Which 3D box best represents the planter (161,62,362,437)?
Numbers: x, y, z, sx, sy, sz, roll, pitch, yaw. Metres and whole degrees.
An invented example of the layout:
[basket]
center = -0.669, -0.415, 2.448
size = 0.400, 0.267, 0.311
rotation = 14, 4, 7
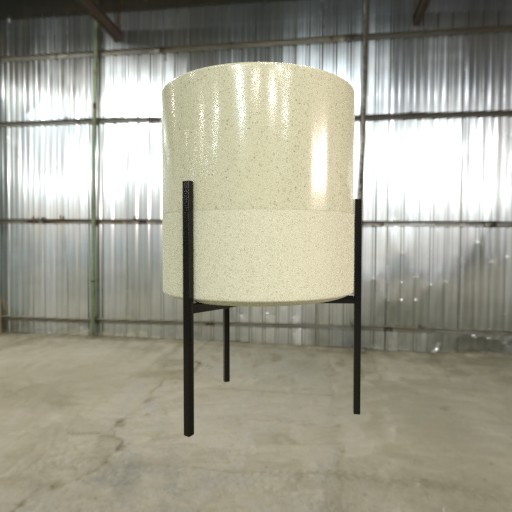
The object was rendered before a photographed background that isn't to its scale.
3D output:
[planter]
center = 0.000, 0.000, 0.552
size = 0.234, 0.390, 0.243
rotation = 1, 2, 37
